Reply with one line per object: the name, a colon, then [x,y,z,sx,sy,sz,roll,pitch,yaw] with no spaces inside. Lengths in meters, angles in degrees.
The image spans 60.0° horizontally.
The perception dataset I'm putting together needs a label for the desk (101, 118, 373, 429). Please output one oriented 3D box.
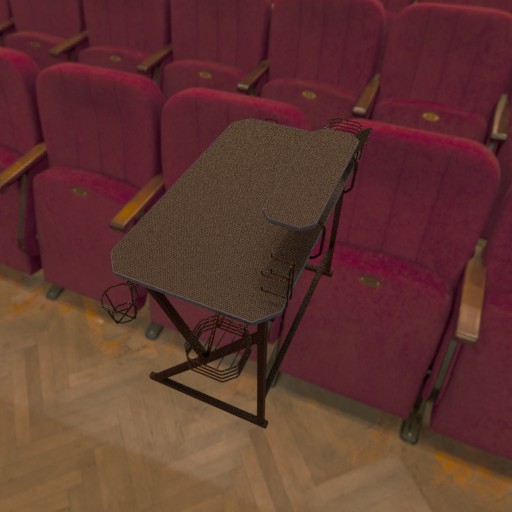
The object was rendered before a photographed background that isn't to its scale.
desk: [0.000,0.000,1.743,0.594,0.909,1.295,18,48,16]
